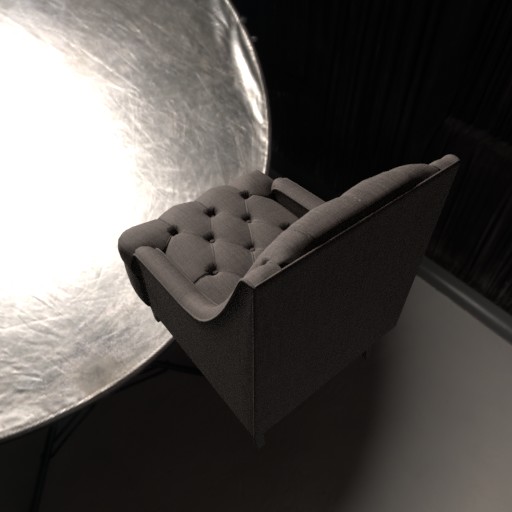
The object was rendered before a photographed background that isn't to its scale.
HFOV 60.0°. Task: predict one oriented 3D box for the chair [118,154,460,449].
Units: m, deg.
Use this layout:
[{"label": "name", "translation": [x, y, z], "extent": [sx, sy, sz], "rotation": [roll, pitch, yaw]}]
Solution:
[{"label": "chair", "translation": [0.000, 0.000, 1.423], "extent": [0.655, 0.891, 0.771], "rotation": [-30, 53, -26]}]
